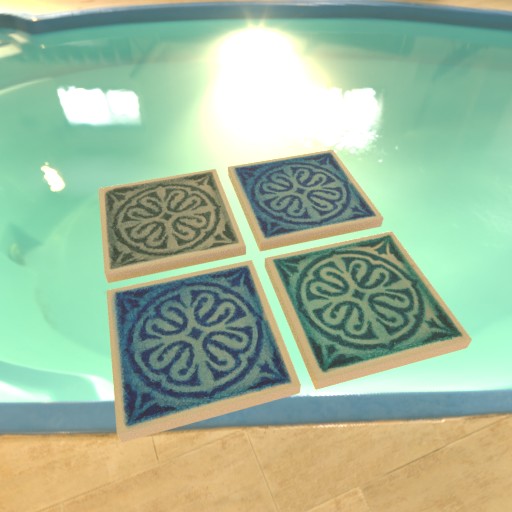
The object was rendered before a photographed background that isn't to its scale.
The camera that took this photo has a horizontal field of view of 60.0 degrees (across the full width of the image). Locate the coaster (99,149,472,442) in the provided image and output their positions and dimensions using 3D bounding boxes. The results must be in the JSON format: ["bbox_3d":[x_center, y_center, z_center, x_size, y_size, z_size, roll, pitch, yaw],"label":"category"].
[{"bbox_3d":[0.000,0.000,0.327,0.214,0.010,0.219,-12,47,-11],"label":"coaster"}]
